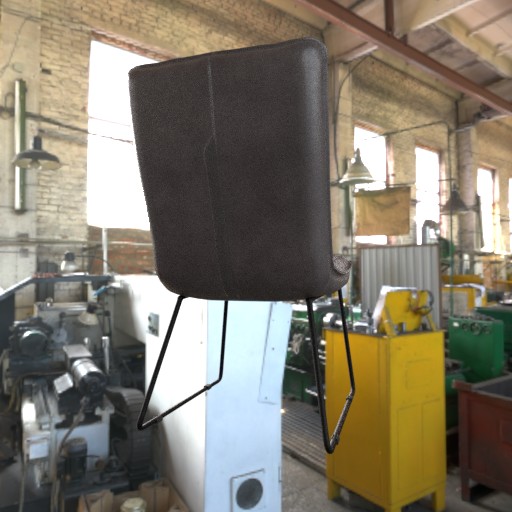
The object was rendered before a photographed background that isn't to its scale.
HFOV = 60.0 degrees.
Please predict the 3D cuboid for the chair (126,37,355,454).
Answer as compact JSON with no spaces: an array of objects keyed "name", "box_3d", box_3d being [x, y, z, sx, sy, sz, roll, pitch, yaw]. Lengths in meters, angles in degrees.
[{"name":"chair","box_3d":[0.000,0.000,1.309,0.515,0.932,0.688,-1,-2,18]}]
